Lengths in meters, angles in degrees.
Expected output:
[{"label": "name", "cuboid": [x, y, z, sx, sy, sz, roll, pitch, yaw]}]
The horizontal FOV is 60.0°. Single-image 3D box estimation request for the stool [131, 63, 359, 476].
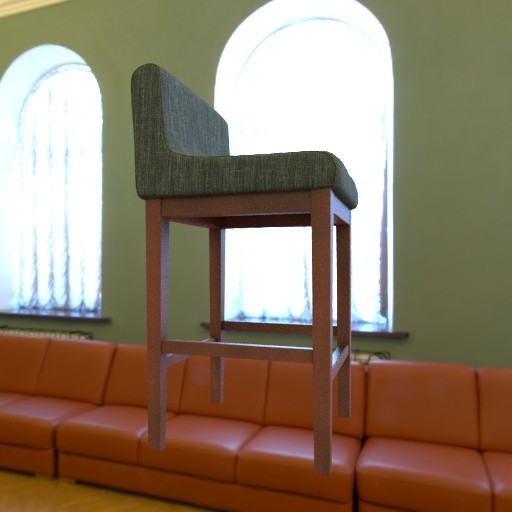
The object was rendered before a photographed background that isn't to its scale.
[{"label": "stool", "cuboid": [0.000, 0.000, 1.068, 0.459, 0.835, 0.395, 0, -1, 18]}]
